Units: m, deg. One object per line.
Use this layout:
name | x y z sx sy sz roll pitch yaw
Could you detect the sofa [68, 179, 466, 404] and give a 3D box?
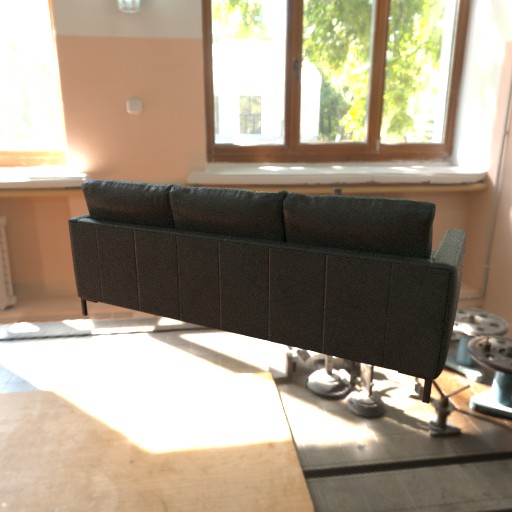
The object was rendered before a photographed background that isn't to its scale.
sofa | 0.000 0.000 2.397 2.029 0.805 0.748 8 17 26
